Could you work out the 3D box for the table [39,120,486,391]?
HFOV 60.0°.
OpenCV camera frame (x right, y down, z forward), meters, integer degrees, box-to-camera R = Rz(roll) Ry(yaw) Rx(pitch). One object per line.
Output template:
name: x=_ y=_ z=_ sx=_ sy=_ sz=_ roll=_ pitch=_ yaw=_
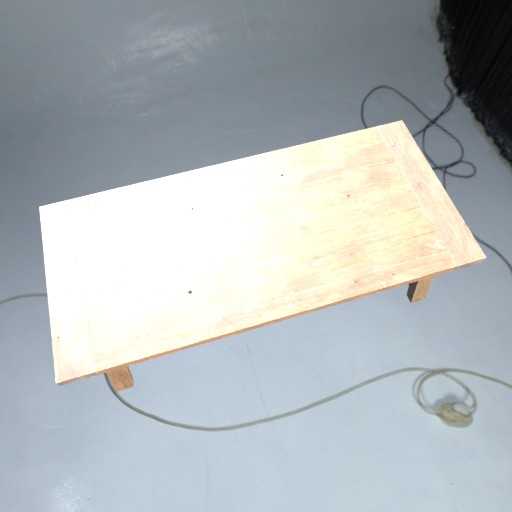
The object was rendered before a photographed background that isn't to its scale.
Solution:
table: x=0.000 y=0.000 z=2.151 sx=1.800 sy=0.465 sz=0.820 roll=-15 pitch=63 yaw=-8
